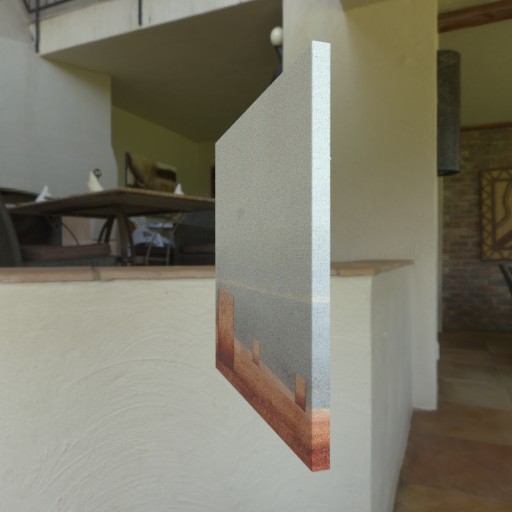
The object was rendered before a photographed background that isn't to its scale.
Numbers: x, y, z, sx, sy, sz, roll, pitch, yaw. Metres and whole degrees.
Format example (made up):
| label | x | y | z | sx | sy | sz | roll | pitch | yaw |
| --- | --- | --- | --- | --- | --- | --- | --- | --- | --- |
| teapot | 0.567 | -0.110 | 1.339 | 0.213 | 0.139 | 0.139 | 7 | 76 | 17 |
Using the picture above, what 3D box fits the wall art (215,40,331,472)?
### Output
| label | x | y | z | sx | sy | sz | roll | pitch | yaw |
| --- | --- | --- | --- | --- | --- | --- | --- | --- | --- |
| wall art | 0.000 | 0.000 | 0.611 | 0.023 | 0.405 | 0.405 | 0 | 0 | -18 |
